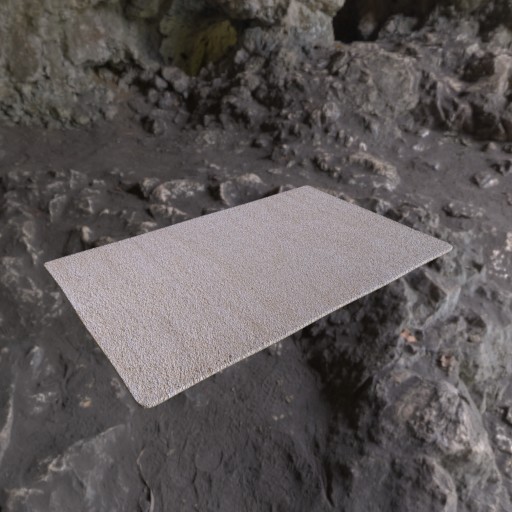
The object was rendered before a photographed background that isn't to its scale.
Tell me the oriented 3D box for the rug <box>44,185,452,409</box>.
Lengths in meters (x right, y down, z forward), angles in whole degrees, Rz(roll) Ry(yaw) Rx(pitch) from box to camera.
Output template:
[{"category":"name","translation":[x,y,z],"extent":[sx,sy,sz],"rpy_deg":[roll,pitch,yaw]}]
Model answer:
[{"category":"rug","translation":[0.000,0.000,2.986],"extent":[2.349,0.026,1.500],"rpy_deg":[-21,36,-32]}]
